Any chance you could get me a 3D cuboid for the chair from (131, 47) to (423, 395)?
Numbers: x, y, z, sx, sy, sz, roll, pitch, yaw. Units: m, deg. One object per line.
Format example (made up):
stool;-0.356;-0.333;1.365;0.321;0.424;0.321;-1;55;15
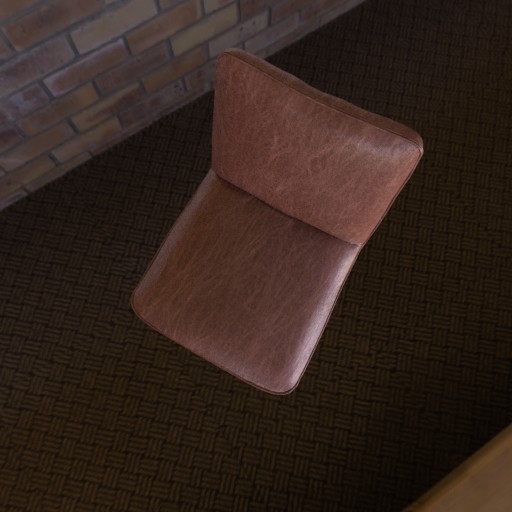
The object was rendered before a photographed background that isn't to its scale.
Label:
chair;0.000;0.000;1.241;0.543;0.803;0.645;24;76;6
